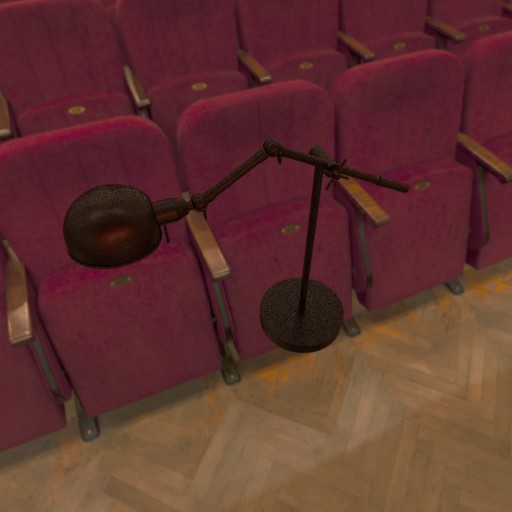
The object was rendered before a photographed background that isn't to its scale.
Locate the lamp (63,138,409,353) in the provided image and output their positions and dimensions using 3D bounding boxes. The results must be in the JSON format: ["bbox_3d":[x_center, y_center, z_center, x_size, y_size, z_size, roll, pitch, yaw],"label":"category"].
[{"bbox_3d":[0.000,0.000,0.791,0.567,0.495,0.185,-17,49,-15],"label":"lamp"}]
